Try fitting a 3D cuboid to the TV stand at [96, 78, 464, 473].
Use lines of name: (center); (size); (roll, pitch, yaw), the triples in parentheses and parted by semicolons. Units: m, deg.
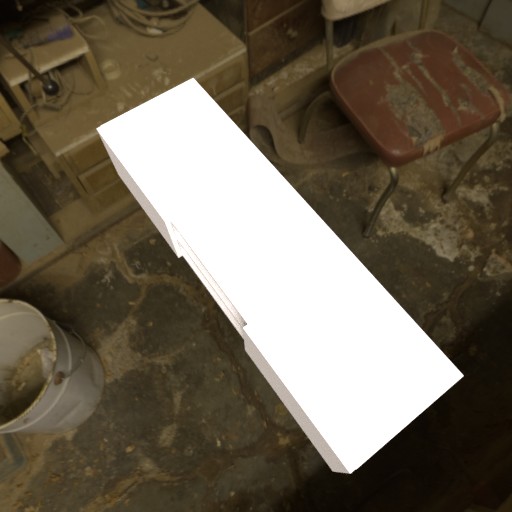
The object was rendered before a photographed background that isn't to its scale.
TV stand: (0.000, 0.000, 1.569); (0.420, 0.310, 1.400); (-34, 69, -14)
